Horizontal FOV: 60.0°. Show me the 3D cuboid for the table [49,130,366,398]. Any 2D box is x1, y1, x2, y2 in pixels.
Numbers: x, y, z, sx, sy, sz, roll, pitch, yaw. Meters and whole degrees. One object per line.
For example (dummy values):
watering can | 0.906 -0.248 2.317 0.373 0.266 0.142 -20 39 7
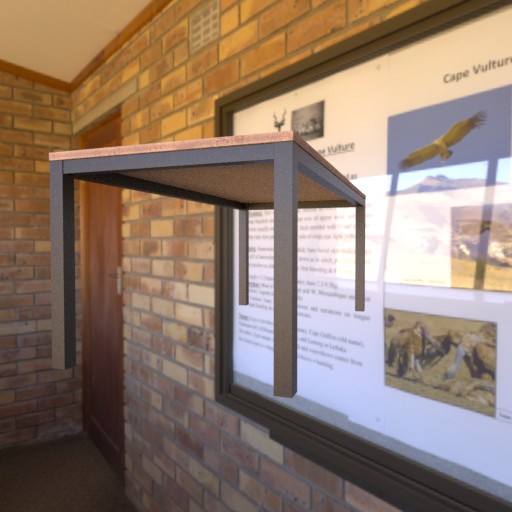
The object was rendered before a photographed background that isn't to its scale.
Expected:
table | 0.000 0.000 2.267 0.893 0.767 1.805 1 2 20
